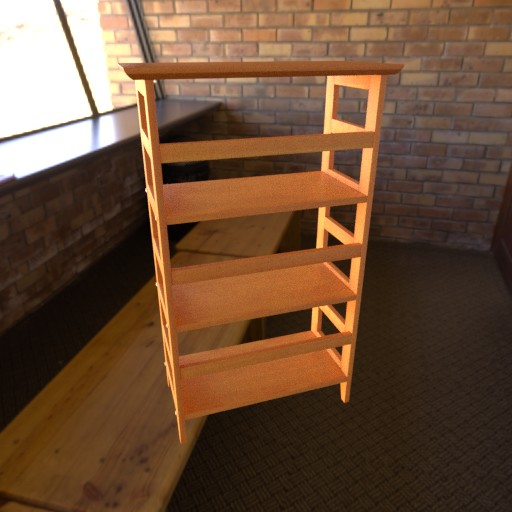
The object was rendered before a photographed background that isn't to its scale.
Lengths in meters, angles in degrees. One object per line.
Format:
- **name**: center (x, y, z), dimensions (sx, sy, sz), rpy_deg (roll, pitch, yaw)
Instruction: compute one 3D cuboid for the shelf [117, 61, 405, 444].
- **shelf**: center (0.000, 0.000, 1.340), dimensions (0.660, 1.067, 0.305), rpy_deg (-8, 26, -16)
